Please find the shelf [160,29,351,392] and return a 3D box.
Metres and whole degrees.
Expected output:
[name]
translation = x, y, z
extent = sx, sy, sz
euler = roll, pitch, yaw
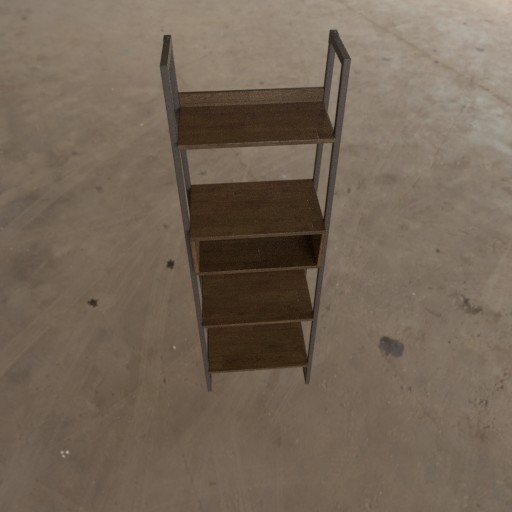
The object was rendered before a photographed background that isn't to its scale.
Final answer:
[shelf]
translation = 0.000, 0.000, 2.250
extent = 0.652, 2.005, 0.454
euler = -3, 48, -3
